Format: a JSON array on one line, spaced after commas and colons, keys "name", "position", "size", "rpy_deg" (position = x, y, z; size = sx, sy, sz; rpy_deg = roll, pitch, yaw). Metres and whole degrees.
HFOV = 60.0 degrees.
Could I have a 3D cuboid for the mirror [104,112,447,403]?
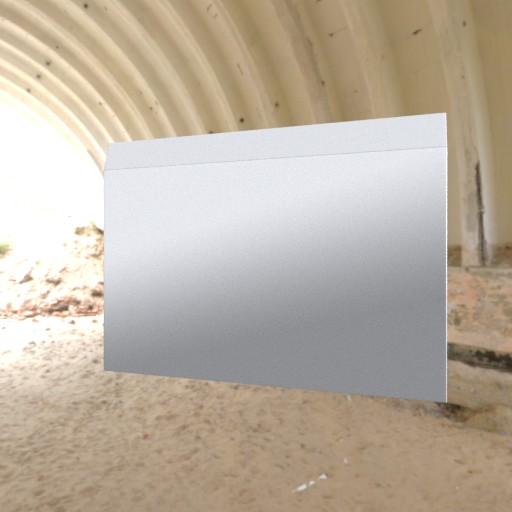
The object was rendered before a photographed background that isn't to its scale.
[{"name": "mirror", "position": [0.000, 0.000, 1.097], "size": [0.870, 0.630, 0.030], "rpy_deg": [0, 0, 18]}]
